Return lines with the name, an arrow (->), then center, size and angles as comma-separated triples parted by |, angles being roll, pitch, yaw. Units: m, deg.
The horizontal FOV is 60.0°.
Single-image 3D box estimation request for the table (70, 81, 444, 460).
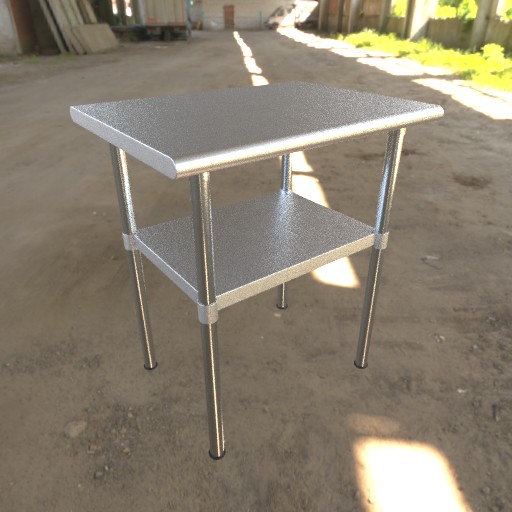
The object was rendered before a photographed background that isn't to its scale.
table -> 0.000, 0.000, 1.343 | 0.762, 0.876, 0.584 | -20, 35, -31
